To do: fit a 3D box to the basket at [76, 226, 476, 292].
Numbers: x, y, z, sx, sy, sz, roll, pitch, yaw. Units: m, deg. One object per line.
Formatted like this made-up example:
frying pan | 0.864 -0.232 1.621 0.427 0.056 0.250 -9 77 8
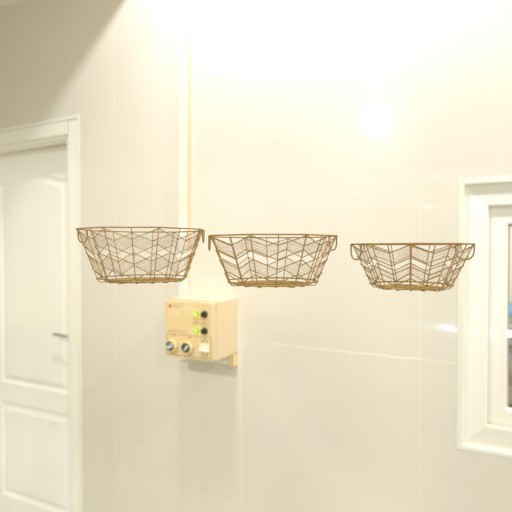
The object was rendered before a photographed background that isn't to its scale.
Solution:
basket | 0.000 0.000 1.389 1.245 0.178 0.432 0 1 19
